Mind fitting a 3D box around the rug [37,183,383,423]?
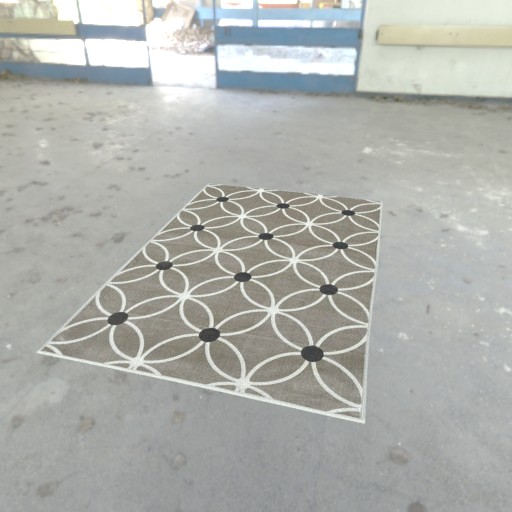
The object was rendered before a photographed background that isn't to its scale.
[{"bbox_3d":[0.000,0.000,2.856,1.522,0.008,2.284,8,31,13],"label":"rug"}]
